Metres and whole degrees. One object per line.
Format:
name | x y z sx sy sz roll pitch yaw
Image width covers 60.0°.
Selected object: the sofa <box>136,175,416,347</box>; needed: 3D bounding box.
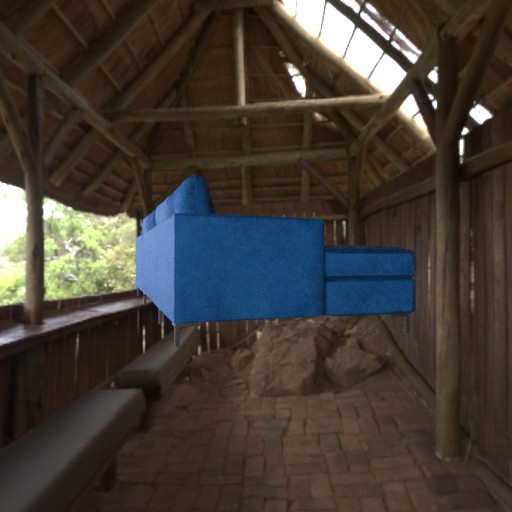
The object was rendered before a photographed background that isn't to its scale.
sofa | 0.000 0.000 4.300 2.055 0.992 3.434 0 0 -18
